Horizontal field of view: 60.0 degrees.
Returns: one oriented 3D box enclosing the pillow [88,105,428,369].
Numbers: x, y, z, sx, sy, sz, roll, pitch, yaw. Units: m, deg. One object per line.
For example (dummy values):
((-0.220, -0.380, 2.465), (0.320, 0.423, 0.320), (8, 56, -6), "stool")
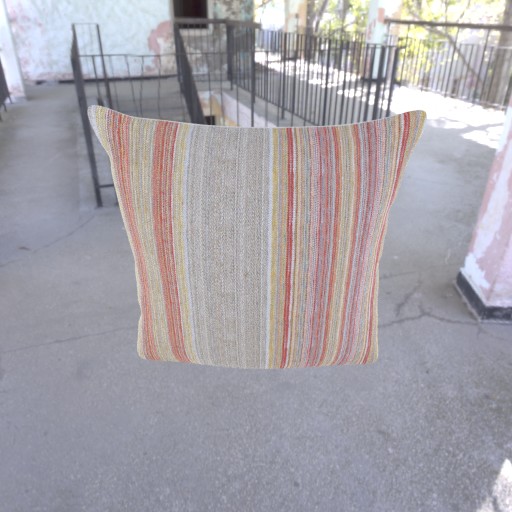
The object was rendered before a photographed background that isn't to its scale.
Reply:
((0.000, 0.000, 0.690), (0.451, 0.449, 0.191), (1, 29, 2), "pillow")
